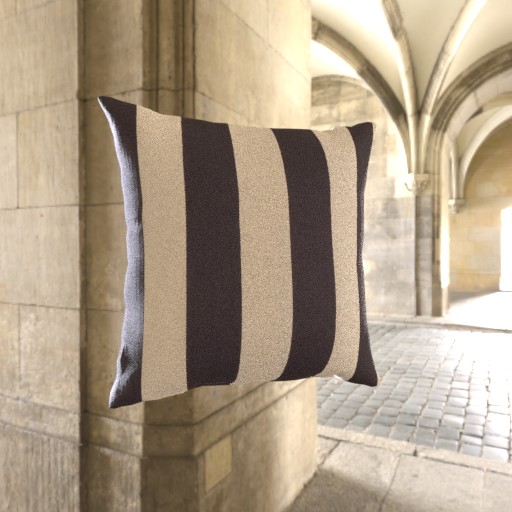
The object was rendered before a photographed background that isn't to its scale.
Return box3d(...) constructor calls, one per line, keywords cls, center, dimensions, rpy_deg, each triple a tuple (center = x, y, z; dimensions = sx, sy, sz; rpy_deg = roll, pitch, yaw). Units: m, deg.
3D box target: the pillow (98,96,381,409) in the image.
box3d(cls="pillow", center=(0.000, 0.000, 0.801), dimensions=(0.536, 0.526, 0.189), rpy_deg=(0, 1, -19))
